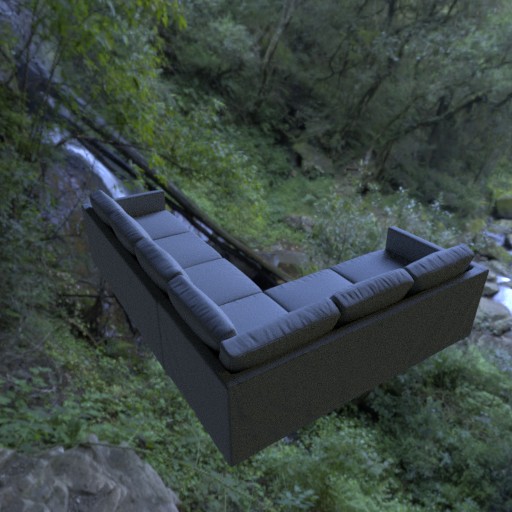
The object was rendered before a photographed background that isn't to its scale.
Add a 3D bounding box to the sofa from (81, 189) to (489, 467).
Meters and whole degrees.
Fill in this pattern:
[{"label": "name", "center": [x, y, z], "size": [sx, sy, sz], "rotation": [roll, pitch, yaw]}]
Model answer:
[{"label": "sofa", "center": [0.000, 0.000, 4.261], "size": [2.432, 0.871, 3.182], "rotation": [-17, 33, -28]}]
